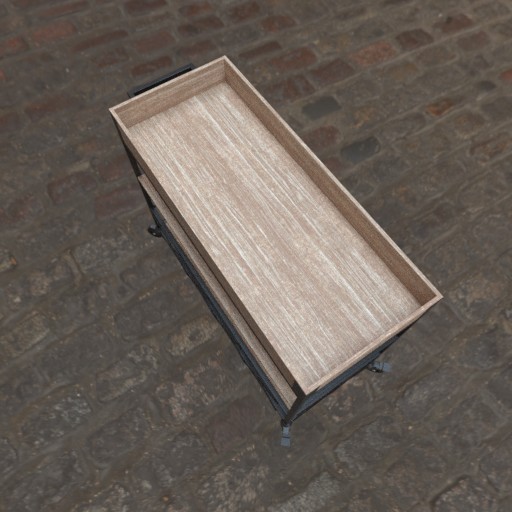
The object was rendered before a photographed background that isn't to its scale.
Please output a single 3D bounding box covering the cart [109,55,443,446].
[{"bbox_3d":[0.000,0.000,1.515,0.500,0.787,1.101,-31,68,-14],"label":"cart"}]
